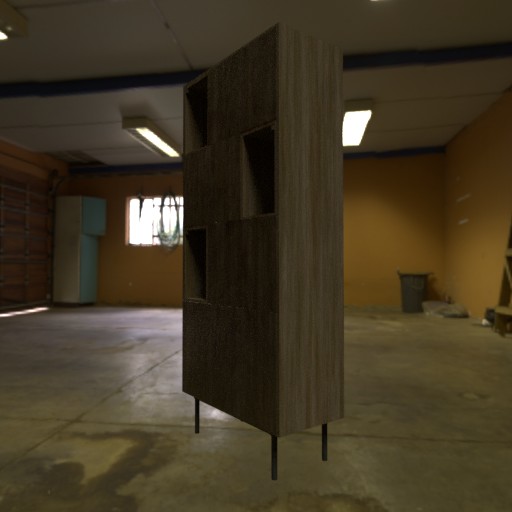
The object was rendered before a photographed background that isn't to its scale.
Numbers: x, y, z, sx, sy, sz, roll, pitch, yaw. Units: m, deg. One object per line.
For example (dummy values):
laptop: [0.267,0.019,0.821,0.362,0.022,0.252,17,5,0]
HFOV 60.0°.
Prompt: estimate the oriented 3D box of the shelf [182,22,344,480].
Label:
shelf: [0.000,0.000,1.823,0.323,1.545,0.670,1,-2,-37]
